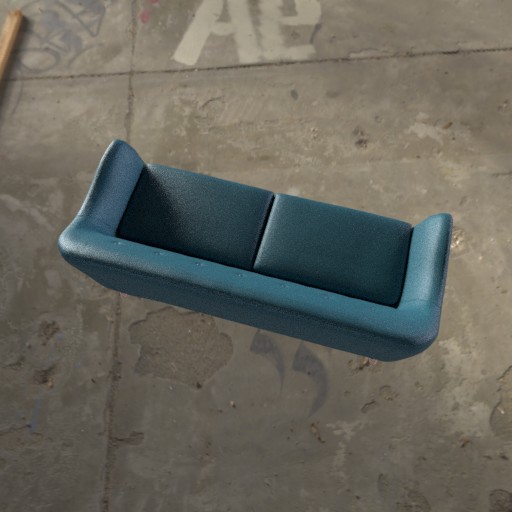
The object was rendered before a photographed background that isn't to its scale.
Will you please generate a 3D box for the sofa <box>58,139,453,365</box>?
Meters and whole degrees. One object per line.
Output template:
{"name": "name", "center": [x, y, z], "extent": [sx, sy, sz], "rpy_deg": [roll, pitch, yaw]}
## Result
{"name": "sofa", "center": [0.000, 0.000, 2.307], "extent": [1.840, 0.836, 0.820], "rpy_deg": [14, 65, 7]}
